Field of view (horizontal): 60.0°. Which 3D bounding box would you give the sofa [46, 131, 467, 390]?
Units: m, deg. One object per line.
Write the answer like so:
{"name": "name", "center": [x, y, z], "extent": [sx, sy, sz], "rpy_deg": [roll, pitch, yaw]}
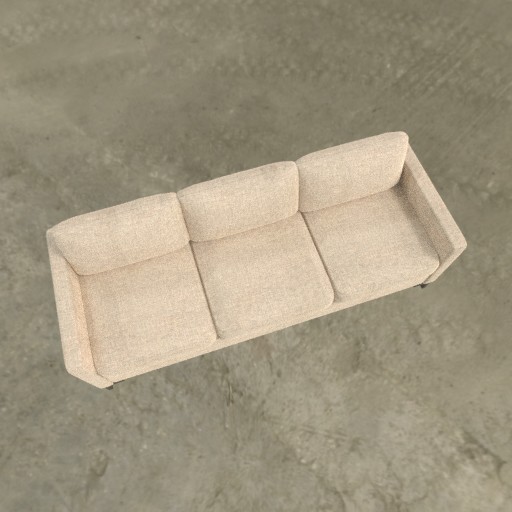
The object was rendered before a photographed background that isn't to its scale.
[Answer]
{"name": "sofa", "center": [0.000, 0.000, 2.660], "extent": [2.218, 0.874, 0.859], "rpy_deg": [-17, 66, -8]}
